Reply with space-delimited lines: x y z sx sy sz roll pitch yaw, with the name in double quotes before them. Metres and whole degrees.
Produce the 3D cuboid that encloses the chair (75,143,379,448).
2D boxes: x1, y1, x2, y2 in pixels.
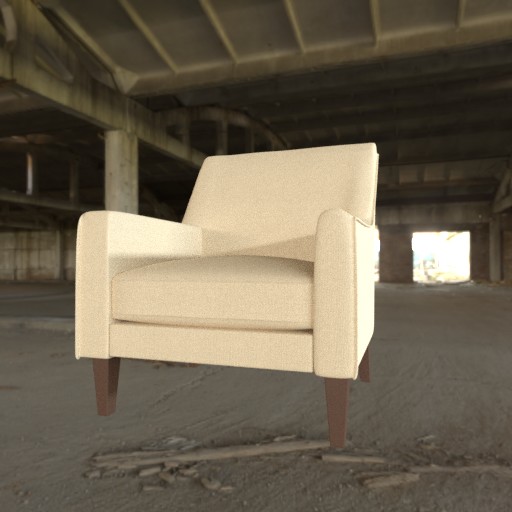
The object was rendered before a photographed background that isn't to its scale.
"chair" 0.000 0.000 1.537 0.780 0.919 0.899 0 -1 19
